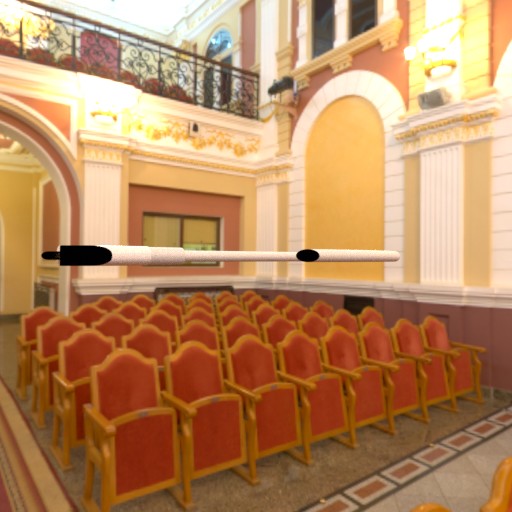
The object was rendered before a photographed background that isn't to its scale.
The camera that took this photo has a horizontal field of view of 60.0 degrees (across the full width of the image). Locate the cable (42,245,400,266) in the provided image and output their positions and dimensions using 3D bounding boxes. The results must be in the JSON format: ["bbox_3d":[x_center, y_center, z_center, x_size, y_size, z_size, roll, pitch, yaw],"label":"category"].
[{"bbox_3d":[0.000,0.000,0.112,0.098,0.006,0.040,0,-1,-36],"label":"cable"}]
